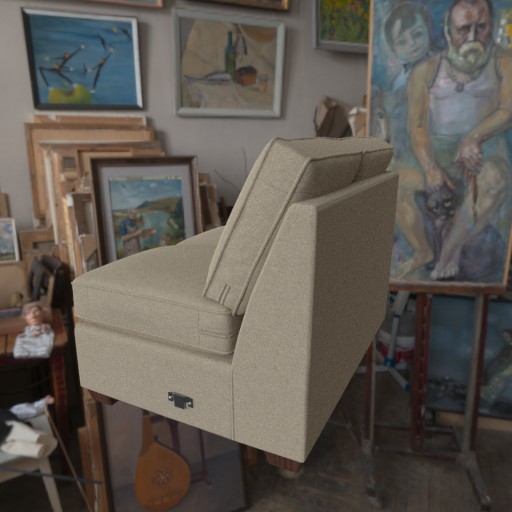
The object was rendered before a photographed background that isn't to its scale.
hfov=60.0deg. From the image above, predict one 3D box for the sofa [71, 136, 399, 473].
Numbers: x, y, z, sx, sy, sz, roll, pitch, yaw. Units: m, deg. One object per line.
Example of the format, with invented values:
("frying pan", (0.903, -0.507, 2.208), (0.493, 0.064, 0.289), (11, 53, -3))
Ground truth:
("sofa", (0.000, 0.000, 1.924), (0.951, 1.008, 1.237), (8, 17, 26))
